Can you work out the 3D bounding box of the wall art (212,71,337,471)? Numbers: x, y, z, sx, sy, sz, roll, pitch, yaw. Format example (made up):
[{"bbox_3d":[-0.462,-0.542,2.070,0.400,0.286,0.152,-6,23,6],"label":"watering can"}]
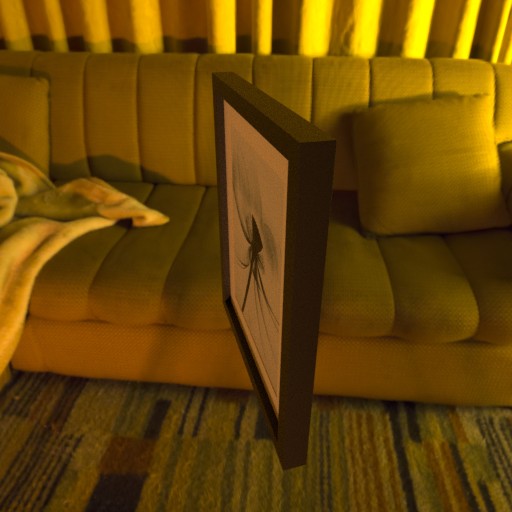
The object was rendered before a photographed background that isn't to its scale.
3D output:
[{"bbox_3d":[0.000,0.000,0.552,0.029,0.381,0.330,-8,32,-13],"label":"wall art"}]
